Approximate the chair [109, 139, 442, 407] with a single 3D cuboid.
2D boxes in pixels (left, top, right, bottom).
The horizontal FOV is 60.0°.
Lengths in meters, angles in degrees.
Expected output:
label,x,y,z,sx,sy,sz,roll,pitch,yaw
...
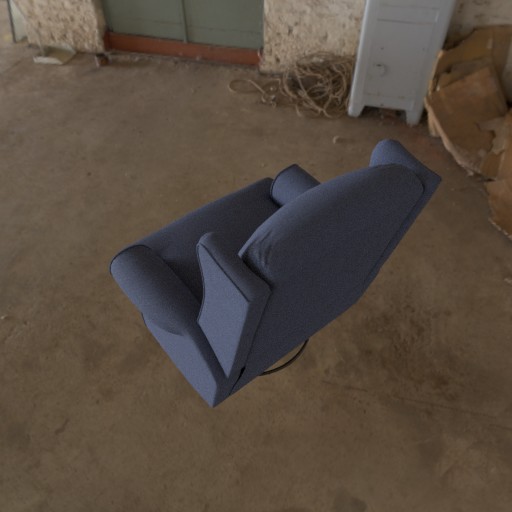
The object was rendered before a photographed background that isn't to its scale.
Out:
label,x,y,z,sx,sy,sz,roll,pitch,yaw
chair,0.000,0.000,1.731,0.971,1.020,0.877,-30,54,-25
